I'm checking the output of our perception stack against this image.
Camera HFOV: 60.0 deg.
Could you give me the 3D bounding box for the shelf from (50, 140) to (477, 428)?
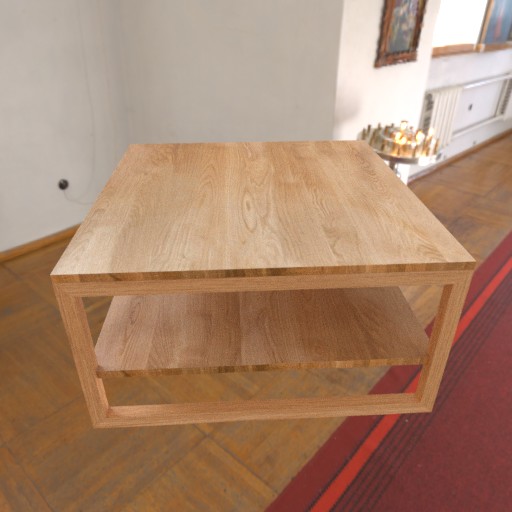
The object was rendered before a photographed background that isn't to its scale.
[{"bbox_3d":[0.000,0.000,1.437,0.899,0.480,0.899,-2,31,-3],"label":"shelf"}]
